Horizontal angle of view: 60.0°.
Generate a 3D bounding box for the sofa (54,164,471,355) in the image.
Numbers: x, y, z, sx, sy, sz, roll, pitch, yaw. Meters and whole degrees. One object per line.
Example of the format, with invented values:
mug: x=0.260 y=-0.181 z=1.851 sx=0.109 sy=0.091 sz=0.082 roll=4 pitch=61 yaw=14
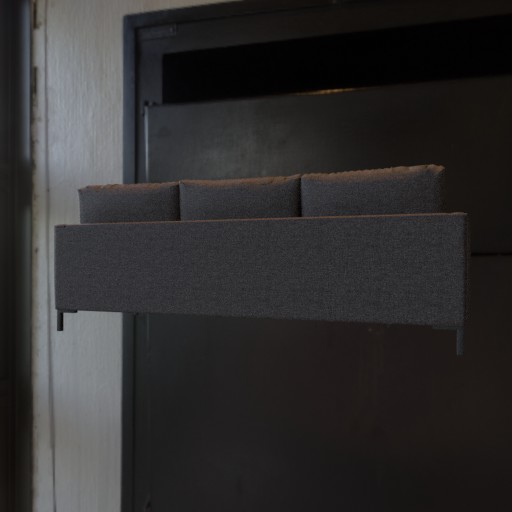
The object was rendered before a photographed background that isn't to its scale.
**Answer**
sofa: x=0.000 y=0.000 z=2.676 sx=2.253 sy=0.882 sz=0.876 roll=0 pitch=-1 yaw=18
